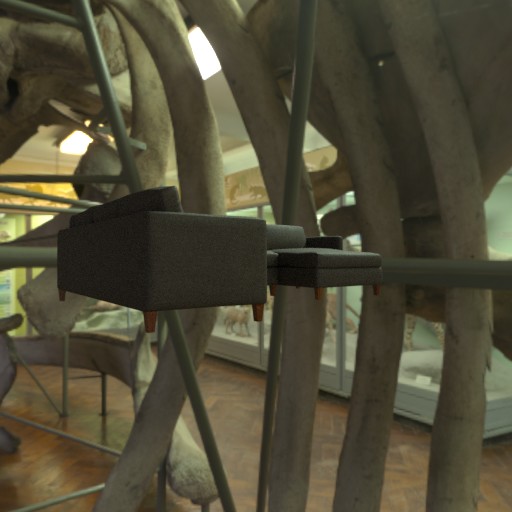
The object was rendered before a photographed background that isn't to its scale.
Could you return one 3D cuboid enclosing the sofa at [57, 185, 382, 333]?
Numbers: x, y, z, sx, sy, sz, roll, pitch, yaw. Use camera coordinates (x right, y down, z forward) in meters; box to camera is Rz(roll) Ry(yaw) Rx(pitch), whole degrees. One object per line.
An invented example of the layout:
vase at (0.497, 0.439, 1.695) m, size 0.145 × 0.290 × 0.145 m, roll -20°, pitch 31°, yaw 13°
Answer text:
sofa at (0.000, 0.000, 4.710) m, size 3.460 × 0.961 × 2.594 m, roll 0°, pitch 0°, yaw -36°
